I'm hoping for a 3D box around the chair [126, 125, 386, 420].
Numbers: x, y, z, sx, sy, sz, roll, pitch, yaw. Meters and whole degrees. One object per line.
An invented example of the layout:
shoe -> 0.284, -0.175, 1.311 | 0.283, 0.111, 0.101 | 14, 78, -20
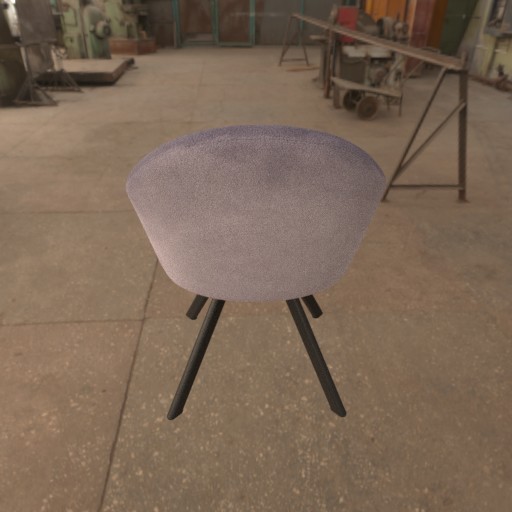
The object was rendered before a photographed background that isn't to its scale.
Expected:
chair -> 0.000, 0.000, 1.125 | 0.570, 0.780, 0.540 | -1, 31, -1
